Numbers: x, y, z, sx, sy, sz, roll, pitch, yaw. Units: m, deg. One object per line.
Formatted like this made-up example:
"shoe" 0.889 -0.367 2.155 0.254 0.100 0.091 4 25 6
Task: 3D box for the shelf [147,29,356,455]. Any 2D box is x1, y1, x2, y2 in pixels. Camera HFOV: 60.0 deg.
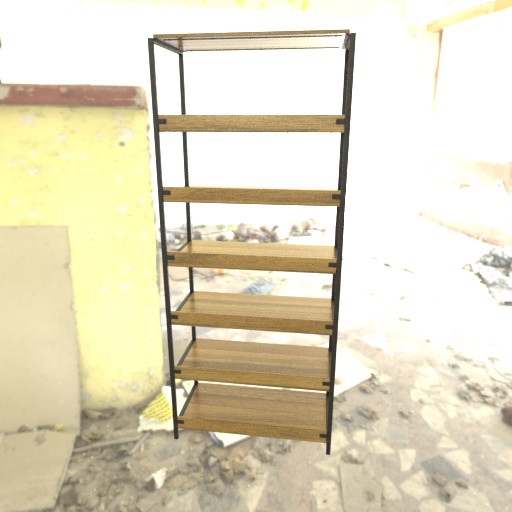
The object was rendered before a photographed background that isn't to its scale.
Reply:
"shelf" 0.000 0.000 2.277 0.847 2.015 0.431 2 18 8
